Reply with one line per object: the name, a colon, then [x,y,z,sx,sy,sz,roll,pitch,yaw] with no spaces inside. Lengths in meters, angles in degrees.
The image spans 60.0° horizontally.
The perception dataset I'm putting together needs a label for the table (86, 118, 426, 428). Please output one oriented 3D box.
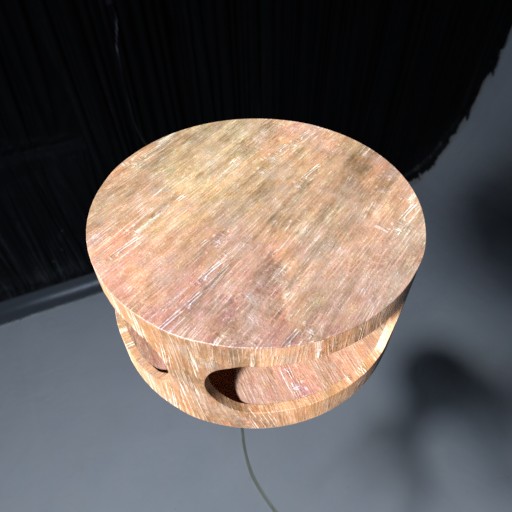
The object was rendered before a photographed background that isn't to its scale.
table: [0.000,0.000,1.477,0.974,0.450,0.974,0,47,0]
